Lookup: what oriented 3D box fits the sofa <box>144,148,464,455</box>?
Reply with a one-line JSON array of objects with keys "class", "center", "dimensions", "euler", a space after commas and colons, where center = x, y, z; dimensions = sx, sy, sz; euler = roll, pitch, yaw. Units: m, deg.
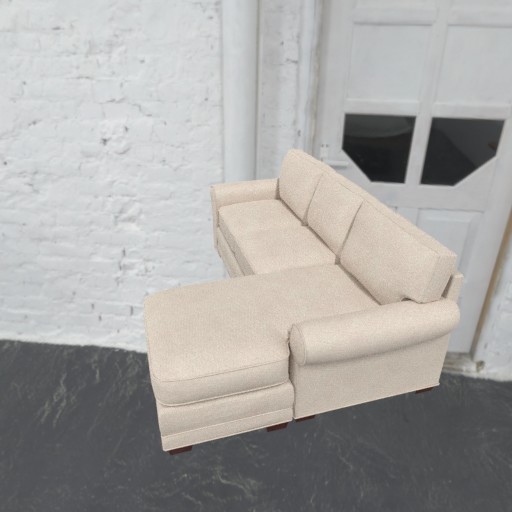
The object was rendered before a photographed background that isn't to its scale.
[{"class": "sofa", "center": [0.000, 0.000, 2.366], "dimensions": [1.226, 0.734, 1.770], "euler": [-8, 29, -14]}]
